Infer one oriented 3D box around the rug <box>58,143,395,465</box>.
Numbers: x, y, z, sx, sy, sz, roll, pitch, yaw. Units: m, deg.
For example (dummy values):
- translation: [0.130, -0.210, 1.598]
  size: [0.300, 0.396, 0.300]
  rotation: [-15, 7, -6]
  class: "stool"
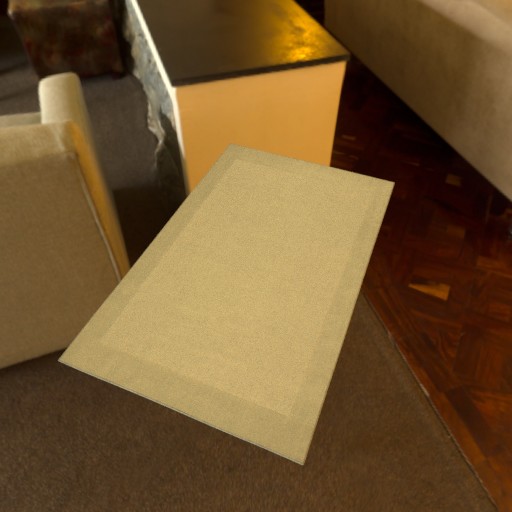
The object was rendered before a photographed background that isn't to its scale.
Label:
- translation: [0.000, 0.000, 3.175]
  size: [1.524, 0.014, 2.438]
  rotation: [17, 50, 15]
  class: "rug"
